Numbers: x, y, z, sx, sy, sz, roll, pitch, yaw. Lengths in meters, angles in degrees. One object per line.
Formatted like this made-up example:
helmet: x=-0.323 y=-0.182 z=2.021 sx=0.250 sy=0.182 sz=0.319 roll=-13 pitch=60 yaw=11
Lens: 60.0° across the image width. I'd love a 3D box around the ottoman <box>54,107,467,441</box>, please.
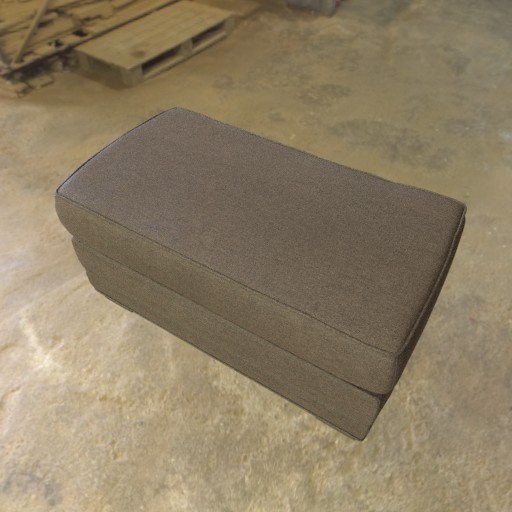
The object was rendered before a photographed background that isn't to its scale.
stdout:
ottoman: x=0.000 y=0.000 z=1.139 sx=0.864 sy=0.448 sz=0.490 roll=24 pitch=52 yaw=21
